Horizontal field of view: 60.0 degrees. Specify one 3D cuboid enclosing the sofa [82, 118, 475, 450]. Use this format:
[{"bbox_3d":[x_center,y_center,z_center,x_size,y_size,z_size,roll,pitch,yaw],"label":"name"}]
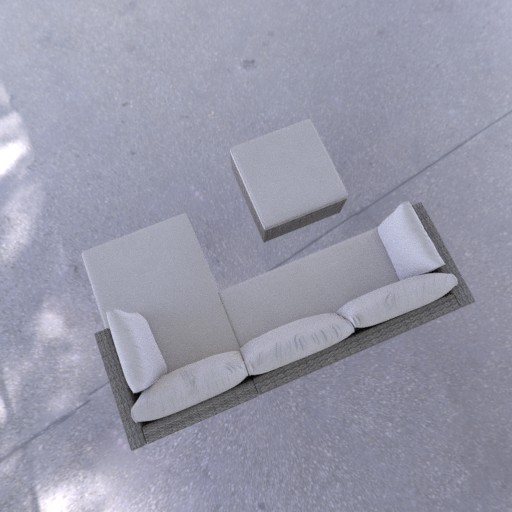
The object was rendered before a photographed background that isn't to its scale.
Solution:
[{"bbox_3d":[0.000,0.000,2.996,2.192,0.766,1.662,-22,76,-6],"label":"sofa"}]
